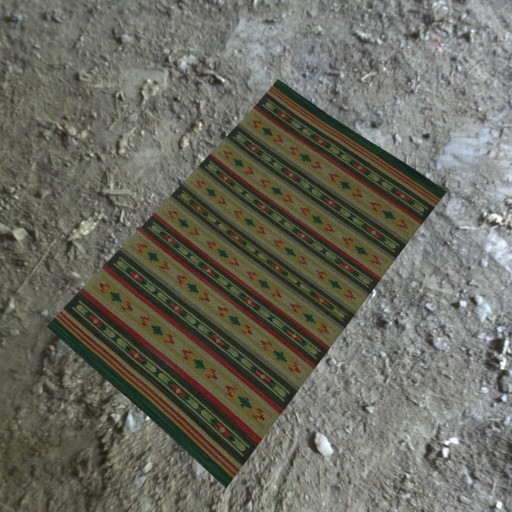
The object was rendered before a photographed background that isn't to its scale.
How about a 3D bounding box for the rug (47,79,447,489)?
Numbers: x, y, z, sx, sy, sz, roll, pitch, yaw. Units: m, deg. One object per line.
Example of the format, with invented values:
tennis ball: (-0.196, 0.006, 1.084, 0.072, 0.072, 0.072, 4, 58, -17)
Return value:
rug: (0.000, 0.000, 3.012, 1.520, 0.011, 2.447, 38, 77, 10)
